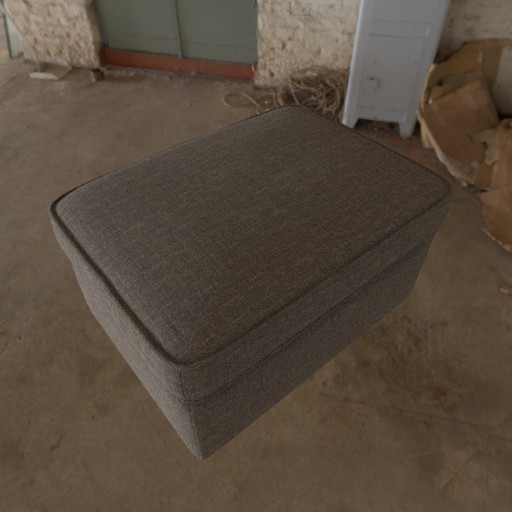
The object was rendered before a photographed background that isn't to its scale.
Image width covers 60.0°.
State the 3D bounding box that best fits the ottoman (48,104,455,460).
[{"bbox_3d":[0.000,0.000,1.074,0.749,0.450,0.549,-30,53,-27],"label":"ottoman"}]
